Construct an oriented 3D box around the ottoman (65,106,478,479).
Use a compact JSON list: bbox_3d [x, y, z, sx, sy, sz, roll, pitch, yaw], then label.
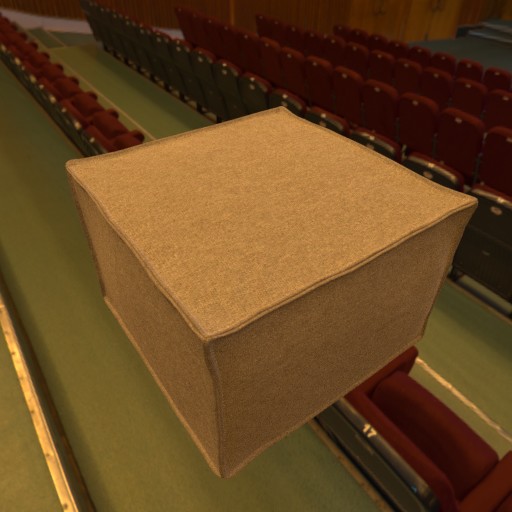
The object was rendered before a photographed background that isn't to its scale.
[{"bbox_3d":[0.000,0.000,1.125,0.696,0.470,0.707,-24,45,-27],"label":"ottoman"}]
